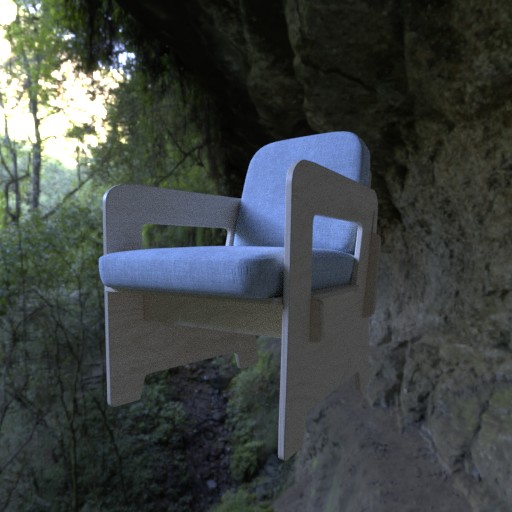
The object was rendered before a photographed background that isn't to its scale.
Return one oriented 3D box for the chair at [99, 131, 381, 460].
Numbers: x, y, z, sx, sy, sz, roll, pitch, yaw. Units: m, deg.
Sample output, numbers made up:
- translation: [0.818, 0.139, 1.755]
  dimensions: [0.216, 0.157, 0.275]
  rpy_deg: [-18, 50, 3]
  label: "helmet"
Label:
- translation: [0.000, 0.000, 1.254]
  dimensions: [0.590, 0.800, 0.710]
  rpy_deg: [0, 1, 35]
  label: "chair"
